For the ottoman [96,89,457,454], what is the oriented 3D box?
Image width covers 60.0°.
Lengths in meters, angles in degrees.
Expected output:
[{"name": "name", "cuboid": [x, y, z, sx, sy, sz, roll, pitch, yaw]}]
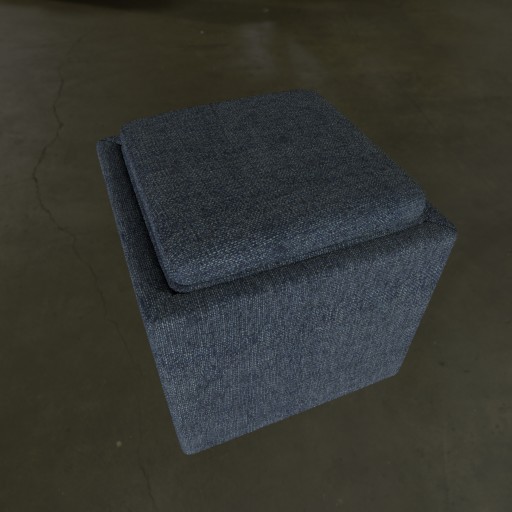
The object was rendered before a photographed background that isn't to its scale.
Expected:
[{"name": "ottoman", "cuboid": [0.000, 0.000, 0.829, 0.450, 0.460, 0.450, -16, 47, -15]}]
